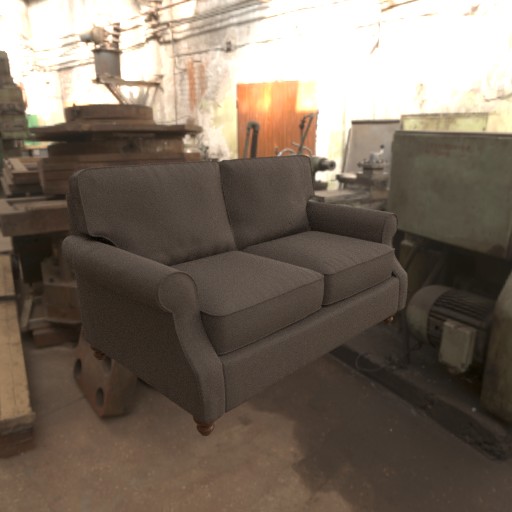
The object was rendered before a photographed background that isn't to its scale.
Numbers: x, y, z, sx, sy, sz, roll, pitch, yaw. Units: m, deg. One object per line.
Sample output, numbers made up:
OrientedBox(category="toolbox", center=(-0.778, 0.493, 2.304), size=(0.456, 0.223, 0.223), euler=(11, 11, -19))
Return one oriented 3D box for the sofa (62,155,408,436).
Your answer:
OrientedBox(category="sofa", center=(0.000, 0.000, 2.252), size=(0.964, 0.937, 1.665), euler=(15, 22, 42))
